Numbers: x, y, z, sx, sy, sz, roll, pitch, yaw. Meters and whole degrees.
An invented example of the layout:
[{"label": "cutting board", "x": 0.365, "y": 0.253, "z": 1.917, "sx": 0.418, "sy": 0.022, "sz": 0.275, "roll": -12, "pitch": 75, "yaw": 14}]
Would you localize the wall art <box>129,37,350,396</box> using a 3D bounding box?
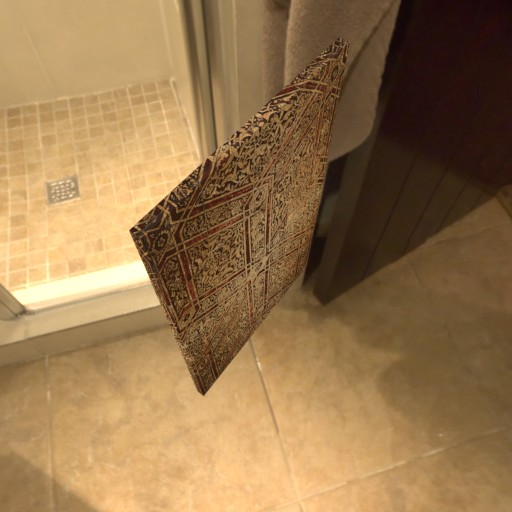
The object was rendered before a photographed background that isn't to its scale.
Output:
[{"label": "wall art", "x": 0.000, "y": 0.000, "z": 0.770, "sx": 0.020, "sy": 0.599, "sz": 0.397, "roll": 32, "pitch": 64, "yaw": 18}]
